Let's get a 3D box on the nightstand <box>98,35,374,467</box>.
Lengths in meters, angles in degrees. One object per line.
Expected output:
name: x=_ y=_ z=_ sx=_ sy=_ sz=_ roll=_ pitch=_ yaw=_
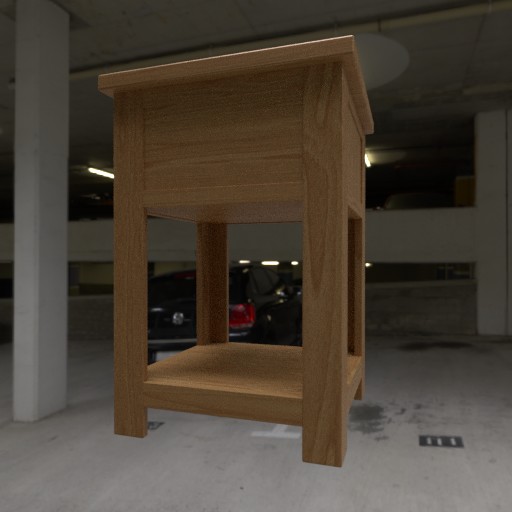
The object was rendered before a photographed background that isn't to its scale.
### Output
nightstand: x=0.000 y=0.000 z=0.881 sx=0.428 sy=0.614 sz=0.418 roll=0 pitch=-1 yaw=19
